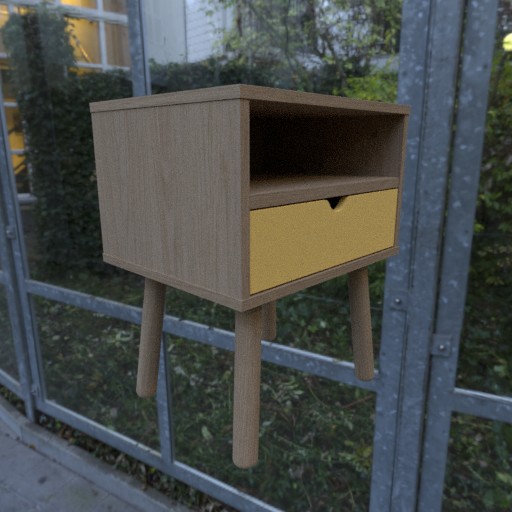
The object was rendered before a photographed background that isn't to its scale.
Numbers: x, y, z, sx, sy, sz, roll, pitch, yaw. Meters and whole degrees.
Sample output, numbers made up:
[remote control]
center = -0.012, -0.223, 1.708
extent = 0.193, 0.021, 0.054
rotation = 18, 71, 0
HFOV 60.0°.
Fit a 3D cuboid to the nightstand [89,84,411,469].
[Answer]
[nightstand]
center = 0.000, 0.000, 0.880
extent = 0.380, 0.571, 0.450
rotation = 13, 20, 42
